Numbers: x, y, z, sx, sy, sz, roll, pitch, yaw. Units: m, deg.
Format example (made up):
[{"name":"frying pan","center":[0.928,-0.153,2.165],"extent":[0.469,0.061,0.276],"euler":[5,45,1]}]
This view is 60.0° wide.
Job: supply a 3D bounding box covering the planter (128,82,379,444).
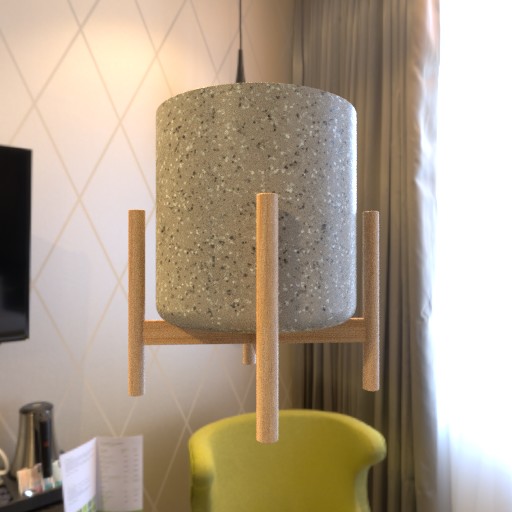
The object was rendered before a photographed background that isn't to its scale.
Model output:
[{"name":"planter","center":[0.000,0.000,0.686],"extent":[0.360,0.419,0.360],"euler":[0,0,18]}]
